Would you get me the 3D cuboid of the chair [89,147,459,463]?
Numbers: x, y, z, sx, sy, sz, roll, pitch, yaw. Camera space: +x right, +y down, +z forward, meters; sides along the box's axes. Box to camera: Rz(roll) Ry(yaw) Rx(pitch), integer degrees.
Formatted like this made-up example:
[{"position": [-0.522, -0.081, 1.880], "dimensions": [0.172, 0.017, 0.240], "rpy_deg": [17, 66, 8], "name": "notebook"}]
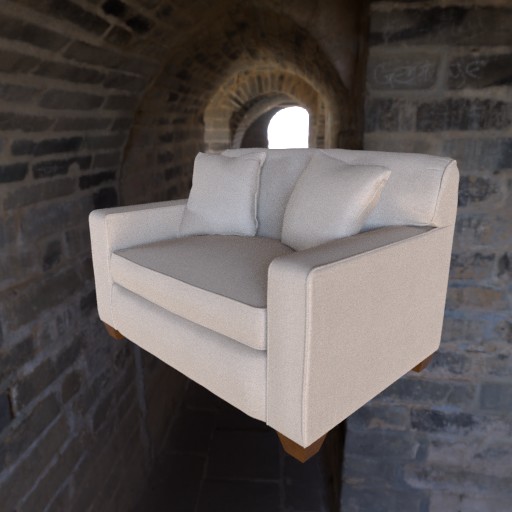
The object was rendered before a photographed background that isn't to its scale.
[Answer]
[{"position": [0.000, 0.000, 2.016], "dimensions": [1.000, 0.948, 1.383], "rpy_deg": [-15, 21, -42], "name": "chair"}]
